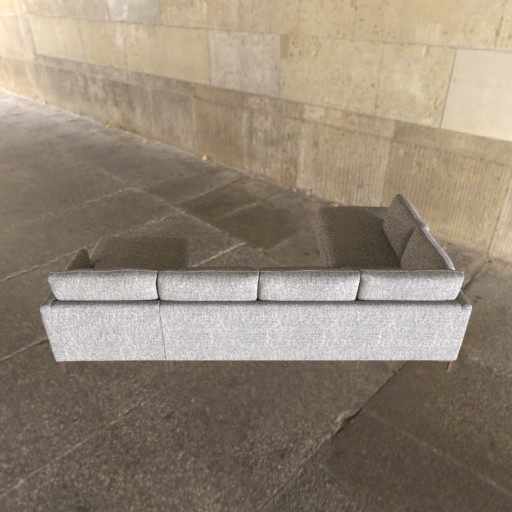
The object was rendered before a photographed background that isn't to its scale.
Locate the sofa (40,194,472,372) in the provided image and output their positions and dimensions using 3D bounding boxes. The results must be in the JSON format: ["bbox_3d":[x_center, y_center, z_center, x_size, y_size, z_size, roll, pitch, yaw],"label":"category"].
[{"bbox_3d":[0.000,0.000,3.618,2.737,0.756,1.879,0,31,0],"label":"sofa"}]
